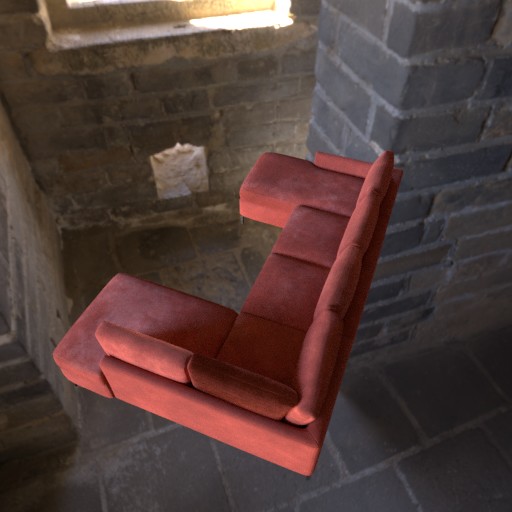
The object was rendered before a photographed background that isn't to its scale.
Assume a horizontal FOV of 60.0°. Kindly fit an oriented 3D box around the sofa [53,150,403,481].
[{"bbox_3d":[0.000,0.000,3.839,1.981,0.858,2.971,16,49,15],"label":"sofa"}]
